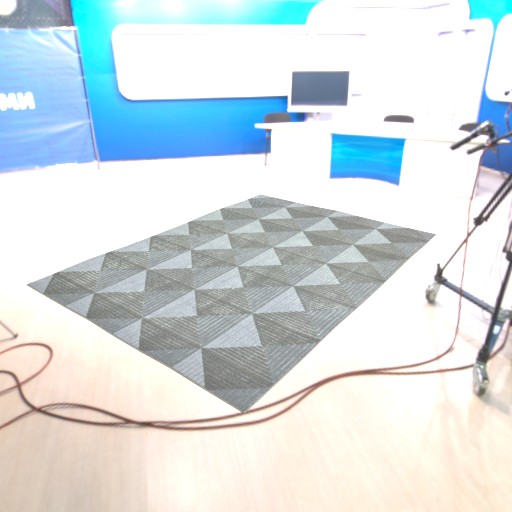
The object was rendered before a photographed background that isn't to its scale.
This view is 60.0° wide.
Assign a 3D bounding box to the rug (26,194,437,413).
[{"bbox_3d":[0.000,0.000,4.334,2.428,0.027,3.333,18,31,34],"label":"rug"}]
